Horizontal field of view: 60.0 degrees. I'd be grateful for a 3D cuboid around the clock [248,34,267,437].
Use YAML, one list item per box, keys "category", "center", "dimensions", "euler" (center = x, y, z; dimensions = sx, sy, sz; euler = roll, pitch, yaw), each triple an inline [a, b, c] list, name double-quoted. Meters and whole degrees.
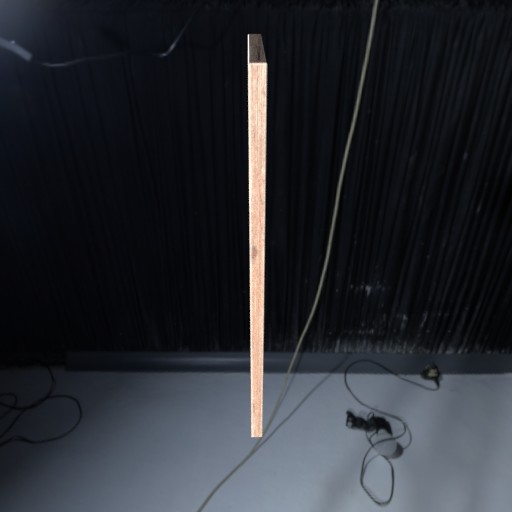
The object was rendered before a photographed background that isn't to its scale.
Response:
- category: "clock"
  center: [0.000, 0.000, 1.117]
  dimensions: [0.030, 0.965, 0.361]
  euler: [0, 33, -1]
